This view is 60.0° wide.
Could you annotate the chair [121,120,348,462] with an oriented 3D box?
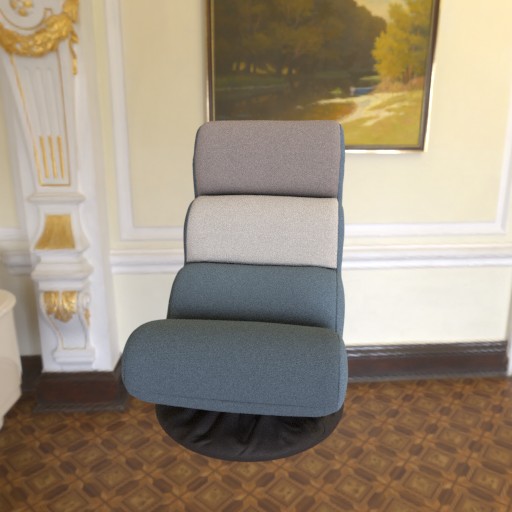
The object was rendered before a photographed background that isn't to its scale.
[{"bbox_3d":[0.000,0.000,1.032,0.420,0.641,0.661,2,14,8],"label":"chair"}]
